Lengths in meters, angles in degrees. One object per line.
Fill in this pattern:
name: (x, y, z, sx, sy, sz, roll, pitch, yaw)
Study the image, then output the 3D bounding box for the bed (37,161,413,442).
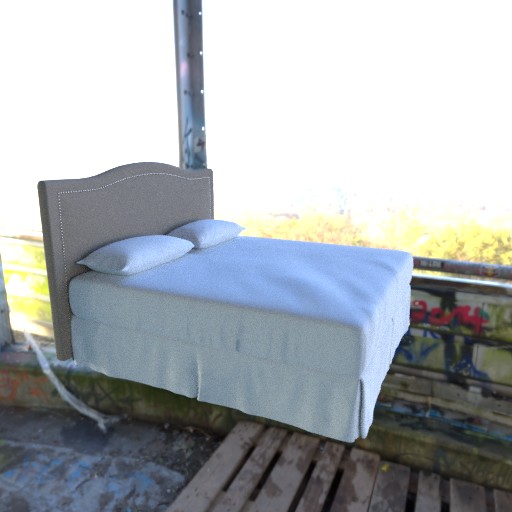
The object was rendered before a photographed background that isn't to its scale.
bed: (0.000, 0.000, 3.462, 2.182, 1.421, 2.083, 6, 15, 25)
